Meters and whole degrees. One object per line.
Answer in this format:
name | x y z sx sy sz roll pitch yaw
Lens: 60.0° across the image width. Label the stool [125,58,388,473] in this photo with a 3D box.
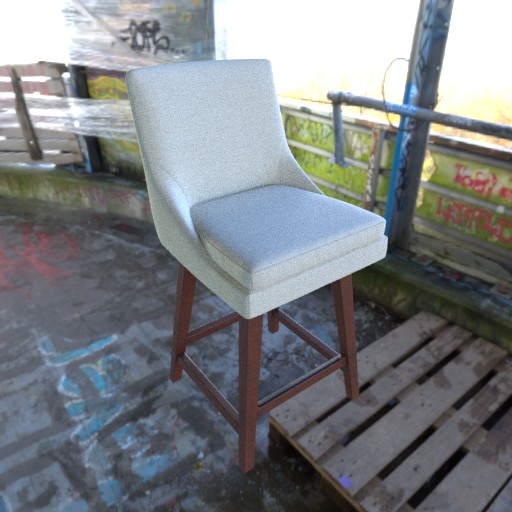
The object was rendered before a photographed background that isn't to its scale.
stool | 0.000 0.000 1.277 0.469 0.991 0.559 -20 35 -31
